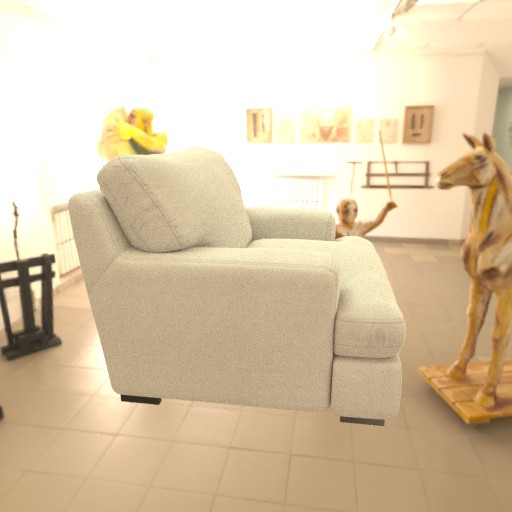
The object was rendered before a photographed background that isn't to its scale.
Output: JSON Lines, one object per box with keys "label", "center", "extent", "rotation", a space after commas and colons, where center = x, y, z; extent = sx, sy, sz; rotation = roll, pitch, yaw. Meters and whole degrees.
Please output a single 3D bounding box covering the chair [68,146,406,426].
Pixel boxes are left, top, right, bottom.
{"label": "chair", "center": [0.000, 0.000, 1.996], "extent": [1.158, 0.930, 1.140], "rotation": [2, 16, 8]}
